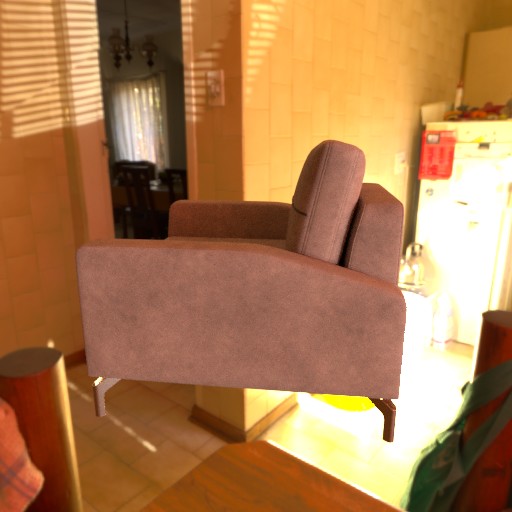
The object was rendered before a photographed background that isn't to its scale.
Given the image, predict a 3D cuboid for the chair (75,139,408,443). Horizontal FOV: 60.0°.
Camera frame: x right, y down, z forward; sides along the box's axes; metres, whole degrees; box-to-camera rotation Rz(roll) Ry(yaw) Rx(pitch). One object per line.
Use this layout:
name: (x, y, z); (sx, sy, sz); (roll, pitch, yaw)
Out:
chair: (0.000, 0.000, 1.583); (0.900, 0.800, 0.900); (2, 15, 8)
